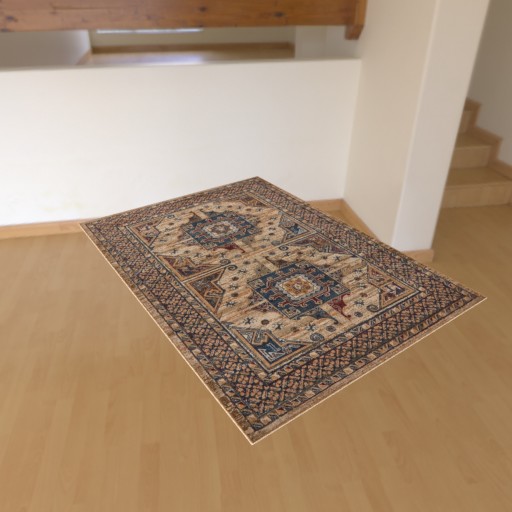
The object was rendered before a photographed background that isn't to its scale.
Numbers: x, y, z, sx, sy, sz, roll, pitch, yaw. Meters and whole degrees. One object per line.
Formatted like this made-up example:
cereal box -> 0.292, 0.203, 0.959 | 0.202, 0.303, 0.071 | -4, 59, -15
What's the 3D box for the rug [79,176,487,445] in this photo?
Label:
rug -> 0.000, 0.000, 2.866 | 1.611, 0.008, 2.227 | -20, 37, -29
